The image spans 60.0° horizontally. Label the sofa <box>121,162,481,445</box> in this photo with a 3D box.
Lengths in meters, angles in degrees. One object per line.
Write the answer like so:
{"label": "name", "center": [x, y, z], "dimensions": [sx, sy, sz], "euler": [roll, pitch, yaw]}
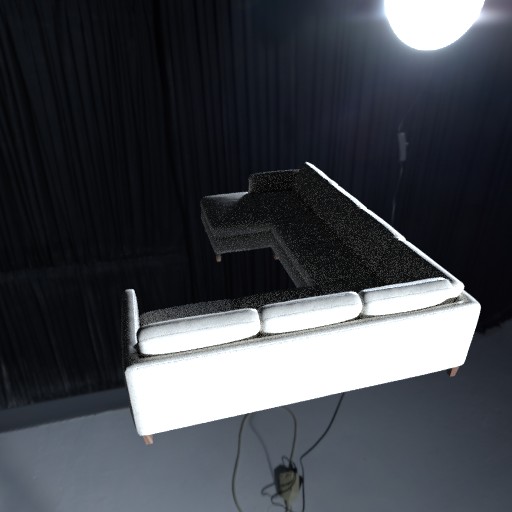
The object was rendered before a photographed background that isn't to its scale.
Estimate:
{"label": "sofa", "center": [0.000, 0.000, 4.377], "dimensions": [2.551, 0.853, 3.238], "euler": [-8, 30, -13]}
